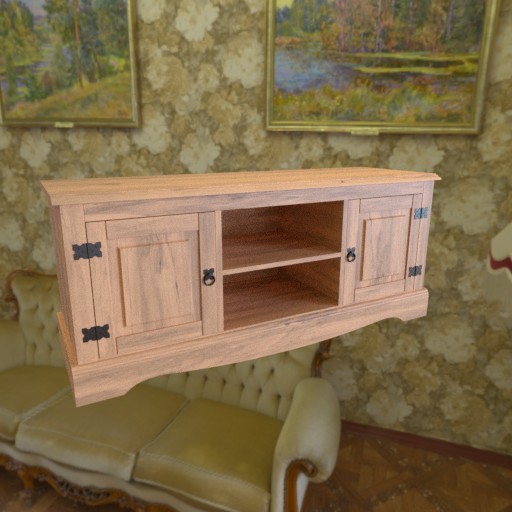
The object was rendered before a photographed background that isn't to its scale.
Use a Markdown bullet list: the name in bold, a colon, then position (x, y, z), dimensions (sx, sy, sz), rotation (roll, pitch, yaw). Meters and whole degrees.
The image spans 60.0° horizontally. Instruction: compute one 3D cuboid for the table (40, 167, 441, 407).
- **table**: position (0.000, 0.000, 1.448), dimensions (1.200, 0.510, 0.400), rotation (-8, 17, -27)
